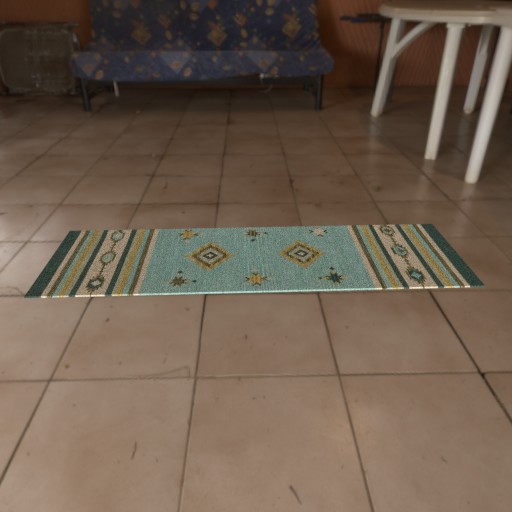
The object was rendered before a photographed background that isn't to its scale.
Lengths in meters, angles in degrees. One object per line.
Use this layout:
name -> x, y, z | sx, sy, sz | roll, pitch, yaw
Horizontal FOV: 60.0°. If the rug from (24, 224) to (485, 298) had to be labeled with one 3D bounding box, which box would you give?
rug -> 0.000, 0.000, 2.666 | 2.441, 0.010, 0.744 | -1, 31, -2
